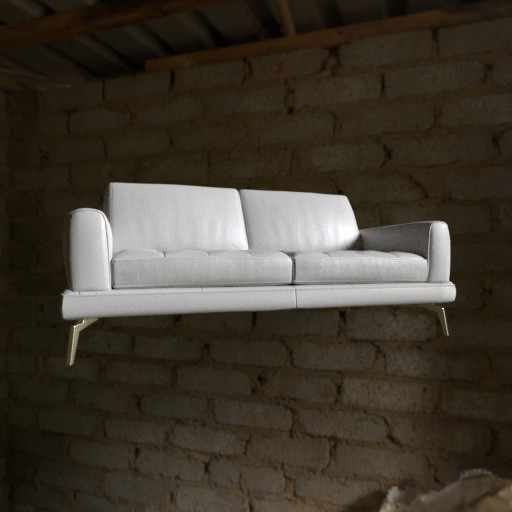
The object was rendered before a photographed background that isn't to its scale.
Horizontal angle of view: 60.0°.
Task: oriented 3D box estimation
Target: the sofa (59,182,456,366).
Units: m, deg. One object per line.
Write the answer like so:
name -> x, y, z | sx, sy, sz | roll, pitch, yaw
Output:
sofa -> 0.000, 0.000, 2.736 | 2.177, 0.930, 1.121 | 0, 0, -20
